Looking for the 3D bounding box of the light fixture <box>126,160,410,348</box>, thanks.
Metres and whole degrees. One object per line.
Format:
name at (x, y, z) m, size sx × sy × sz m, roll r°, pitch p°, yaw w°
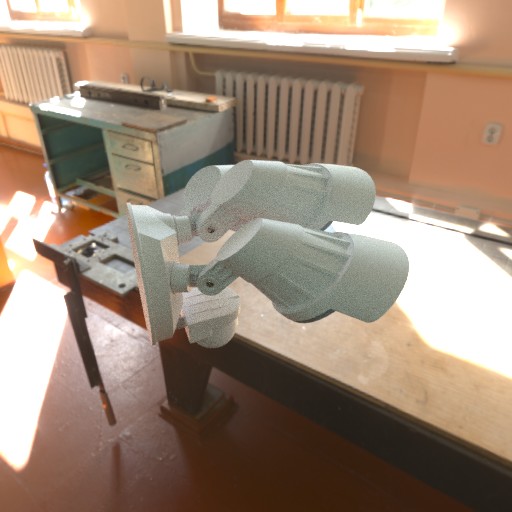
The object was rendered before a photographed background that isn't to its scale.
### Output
light fixture at (0.000, 0.000, 0.537) m, size 0.278 × 0.237 × 0.369 m, roll -10°, pitch 32°, yaw -17°
